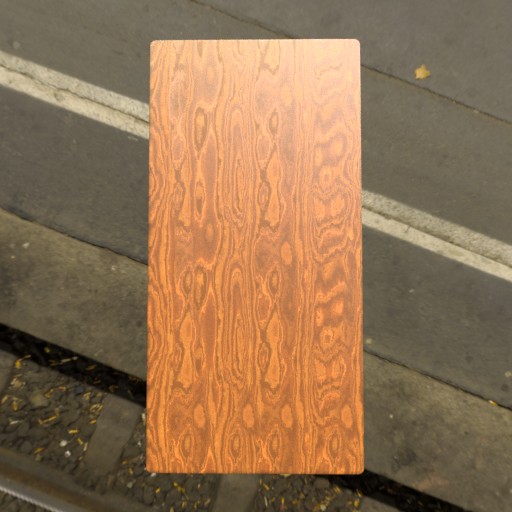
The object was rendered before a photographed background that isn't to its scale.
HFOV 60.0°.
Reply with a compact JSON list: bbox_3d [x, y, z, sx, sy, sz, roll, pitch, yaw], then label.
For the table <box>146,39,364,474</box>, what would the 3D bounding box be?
[{"bbox_3d":[0.000,0.000,2.202,0.883,0.753,1.791,0,88,1],"label":"table"}]
